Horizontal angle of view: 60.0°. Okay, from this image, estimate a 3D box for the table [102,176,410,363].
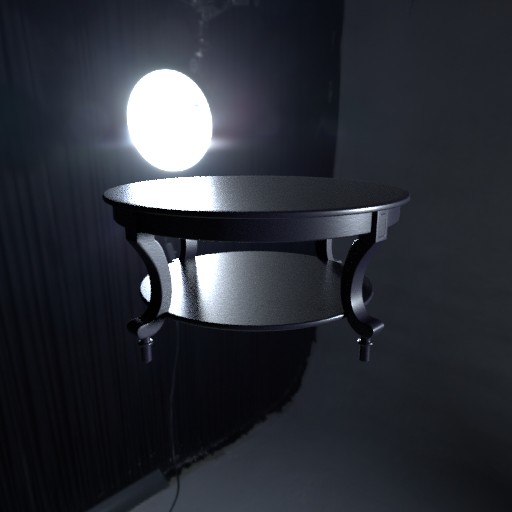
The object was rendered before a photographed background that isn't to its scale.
[{"bbox_3d":[0.000,0.000,1.616,1.029,0.491,1.029,0,15,0],"label":"table"}]
